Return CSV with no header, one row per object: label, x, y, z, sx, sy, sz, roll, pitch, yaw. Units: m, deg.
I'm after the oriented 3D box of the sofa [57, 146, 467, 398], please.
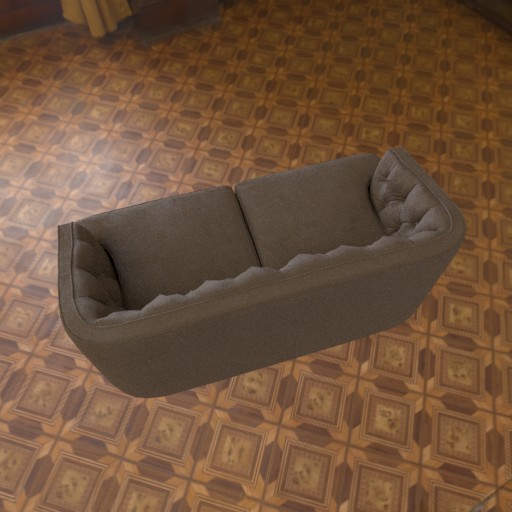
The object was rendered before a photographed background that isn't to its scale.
sofa,0.000,0.000,2.213,1.733,0.855,0.941,-14,59,-9
